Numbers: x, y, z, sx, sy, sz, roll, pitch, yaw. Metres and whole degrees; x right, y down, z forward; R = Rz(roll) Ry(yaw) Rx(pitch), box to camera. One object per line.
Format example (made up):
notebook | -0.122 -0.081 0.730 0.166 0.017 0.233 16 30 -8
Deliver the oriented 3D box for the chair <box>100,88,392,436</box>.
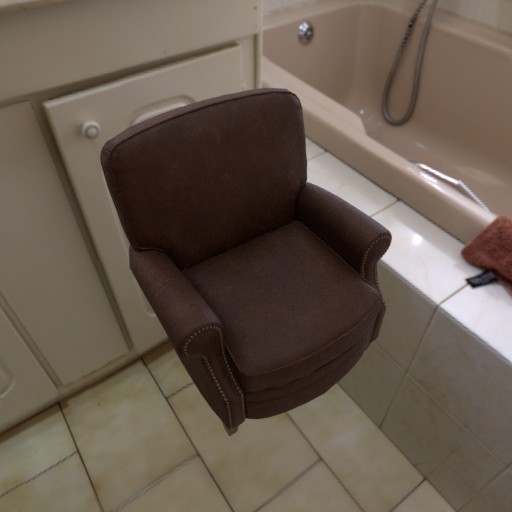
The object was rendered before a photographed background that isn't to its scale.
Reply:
chair | 0.000 0.000 1.775 0.936 1.018 0.986 -25 51 -22
